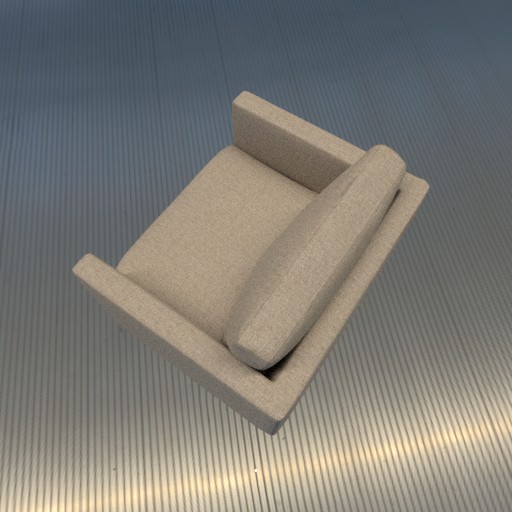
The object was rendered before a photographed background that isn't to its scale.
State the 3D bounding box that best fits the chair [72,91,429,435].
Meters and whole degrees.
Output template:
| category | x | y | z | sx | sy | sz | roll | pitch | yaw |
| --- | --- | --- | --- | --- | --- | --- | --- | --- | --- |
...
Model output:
| category | x | y | z | sx | sy | sz | roll | pitch | yaw |
| --- | --- | --- | --- | --- | --- | --- | --- | --- | --- |
| chair | 0.000 | 0.000 | 1.920 | 0.959 | 0.961 | 1.107 | 32 | 68 | 14 |
